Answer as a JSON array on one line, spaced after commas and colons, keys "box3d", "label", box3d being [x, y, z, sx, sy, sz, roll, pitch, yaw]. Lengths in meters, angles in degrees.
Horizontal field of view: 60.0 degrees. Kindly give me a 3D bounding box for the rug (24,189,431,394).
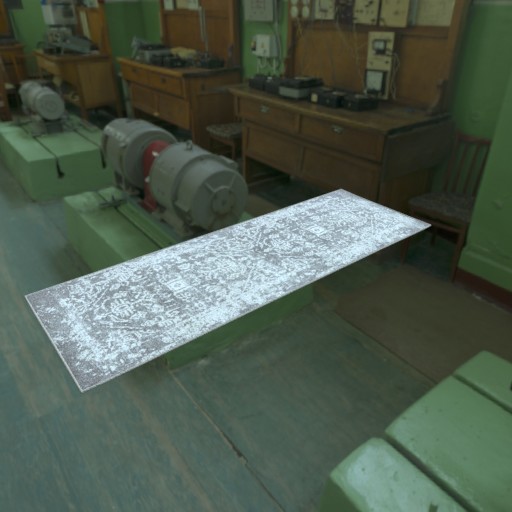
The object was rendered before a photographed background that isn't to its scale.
[{"box3d": [0.000, 0.000, 2.705, 2.452, 0.017, 0.855, -22, 37, -32], "label": "rug"}]
